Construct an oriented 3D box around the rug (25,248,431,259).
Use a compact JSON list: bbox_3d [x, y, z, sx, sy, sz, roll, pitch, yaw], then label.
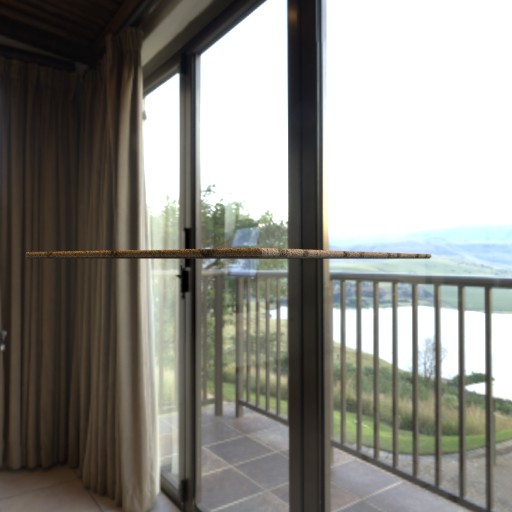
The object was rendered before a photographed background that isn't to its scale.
[{"bbox_3d":[0.000,0.000,2.113,1.200,0.025,1.600,0,-1,36],"label":"rug"}]
